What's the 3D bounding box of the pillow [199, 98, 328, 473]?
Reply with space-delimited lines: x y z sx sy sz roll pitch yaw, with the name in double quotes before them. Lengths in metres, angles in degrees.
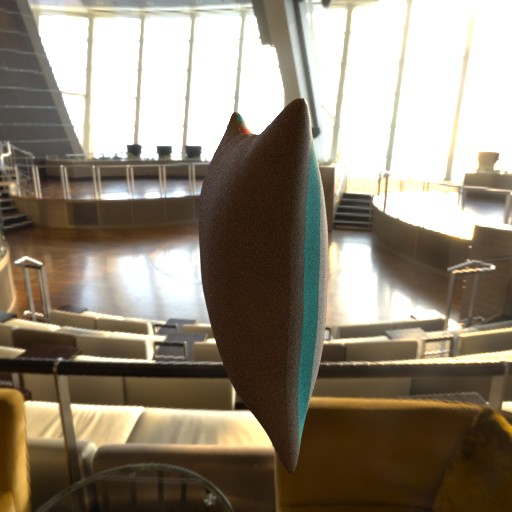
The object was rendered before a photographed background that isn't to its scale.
"pillow" 0.000 0.000 0.692 0.168 0.443 0.453 -3 16 -10
